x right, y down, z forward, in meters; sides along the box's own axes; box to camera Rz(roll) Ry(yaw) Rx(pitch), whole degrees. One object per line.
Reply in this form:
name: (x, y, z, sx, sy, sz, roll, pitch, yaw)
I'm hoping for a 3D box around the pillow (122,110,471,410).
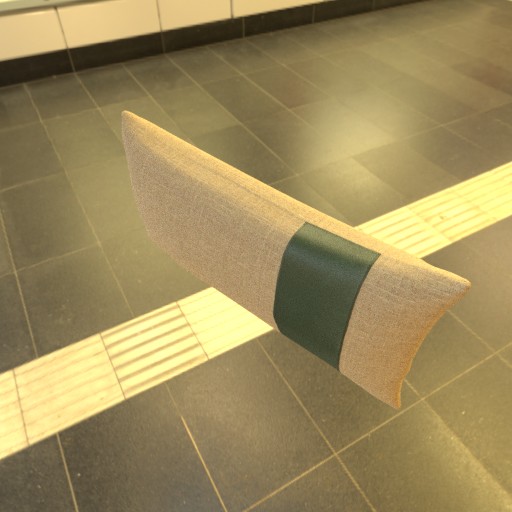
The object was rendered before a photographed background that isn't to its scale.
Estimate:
pillow: (0.000, 0.000, 1.022, 0.859, 0.429, 0.197, 31, 53, 27)
